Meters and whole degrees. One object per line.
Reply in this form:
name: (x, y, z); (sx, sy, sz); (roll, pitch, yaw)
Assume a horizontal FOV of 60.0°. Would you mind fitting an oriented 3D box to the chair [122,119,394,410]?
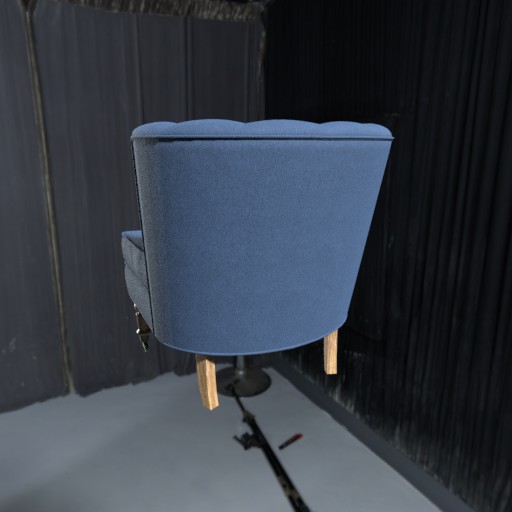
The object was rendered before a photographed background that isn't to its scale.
chair: (0.000, 0.000, 1.359); (0.740, 0.771, 0.718); (-7, 16, -27)
